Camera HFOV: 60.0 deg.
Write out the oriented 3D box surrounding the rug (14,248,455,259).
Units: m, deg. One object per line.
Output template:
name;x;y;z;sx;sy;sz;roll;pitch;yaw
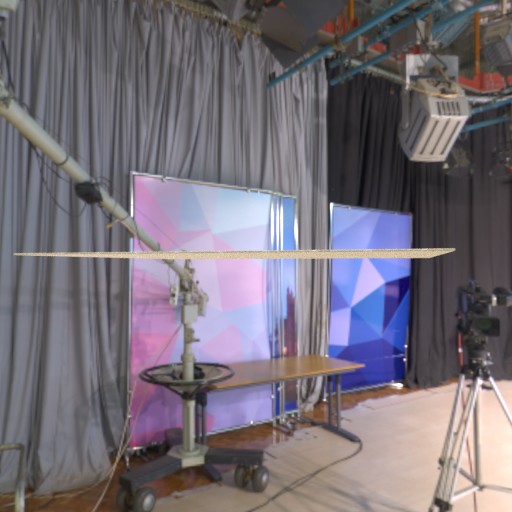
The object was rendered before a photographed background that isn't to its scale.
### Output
rug;0.000;0.000;3.793;2.894;0.013;2.286;0;-1;18
